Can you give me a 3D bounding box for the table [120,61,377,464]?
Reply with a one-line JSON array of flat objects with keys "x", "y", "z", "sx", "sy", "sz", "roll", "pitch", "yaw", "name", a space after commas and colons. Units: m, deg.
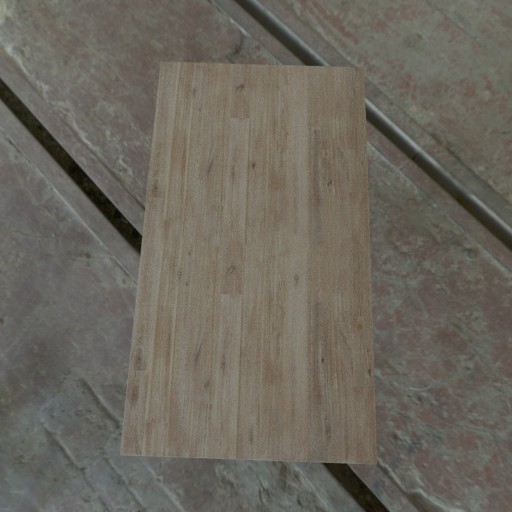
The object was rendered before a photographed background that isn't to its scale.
[{"x": 0.000, "y": 0.000, "z": 2.019, "sx": 0.918, "sy": 0.531, "sz": 1.619, "roll": 2, "pitch": 75, "yaw": 0, "name": "table"}]
